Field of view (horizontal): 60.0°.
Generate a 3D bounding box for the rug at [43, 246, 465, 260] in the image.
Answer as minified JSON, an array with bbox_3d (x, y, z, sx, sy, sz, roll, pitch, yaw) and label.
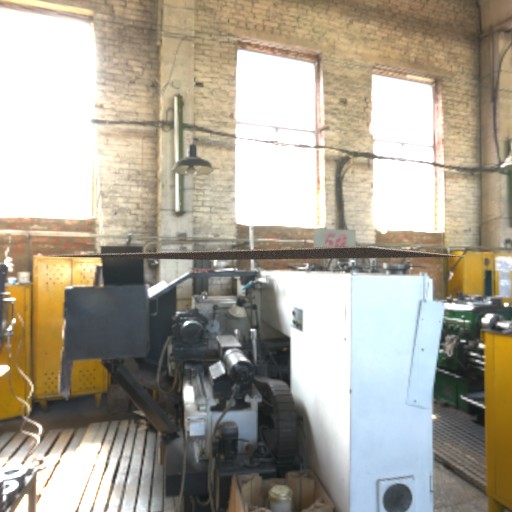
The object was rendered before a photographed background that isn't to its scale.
[{"bbox_3d":[0.000,0.000,4.204,3.205,0.015,2.437,-1,-2,36],"label":"rug"}]
